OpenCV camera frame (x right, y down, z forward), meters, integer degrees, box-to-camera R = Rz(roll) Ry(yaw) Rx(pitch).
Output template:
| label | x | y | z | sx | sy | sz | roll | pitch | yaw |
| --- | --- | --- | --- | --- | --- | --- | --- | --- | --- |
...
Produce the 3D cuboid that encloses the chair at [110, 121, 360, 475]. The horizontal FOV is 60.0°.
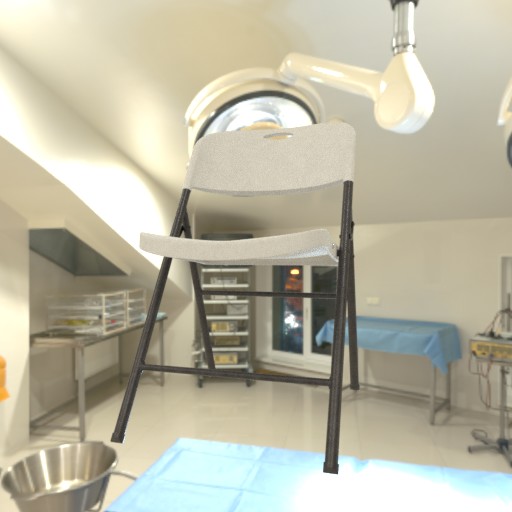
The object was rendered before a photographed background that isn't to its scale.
| label | x | y | z | sx | sy | sz | roll | pitch | yaw |
| --- | --- | --- | --- | --- | --- | --- | --- | --- | --- |
| chair | 0.000 | 0.000 | 1.155 | 0.494 | 0.810 | 0.566 | 0 | 0 | 17 |
